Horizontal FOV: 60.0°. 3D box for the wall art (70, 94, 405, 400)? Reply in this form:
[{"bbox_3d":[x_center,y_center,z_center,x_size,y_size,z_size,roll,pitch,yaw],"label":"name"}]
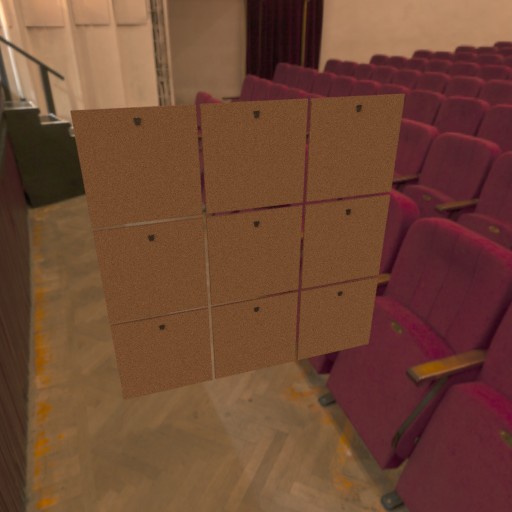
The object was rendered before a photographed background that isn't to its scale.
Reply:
[{"bbox_3d":[0.000,0.000,2.303,1.533,1.532,0.019,-9,29,-16],"label":"wall art"}]
